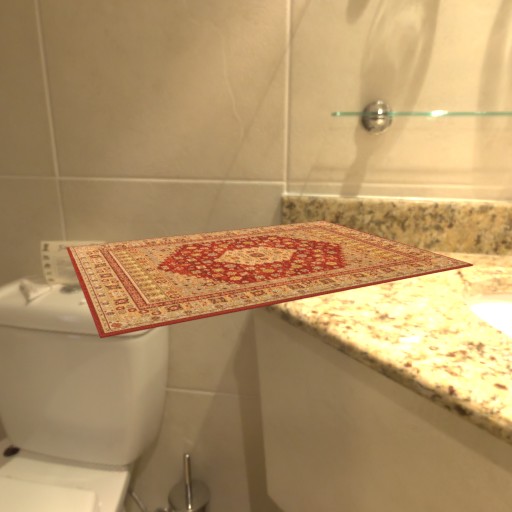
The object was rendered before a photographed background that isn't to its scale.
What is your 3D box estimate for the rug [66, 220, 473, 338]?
[{"bbox_3d":[0.000,0.000,2.946,2.211,0.013,1.593,-8,17,-26],"label":"rug"}]
